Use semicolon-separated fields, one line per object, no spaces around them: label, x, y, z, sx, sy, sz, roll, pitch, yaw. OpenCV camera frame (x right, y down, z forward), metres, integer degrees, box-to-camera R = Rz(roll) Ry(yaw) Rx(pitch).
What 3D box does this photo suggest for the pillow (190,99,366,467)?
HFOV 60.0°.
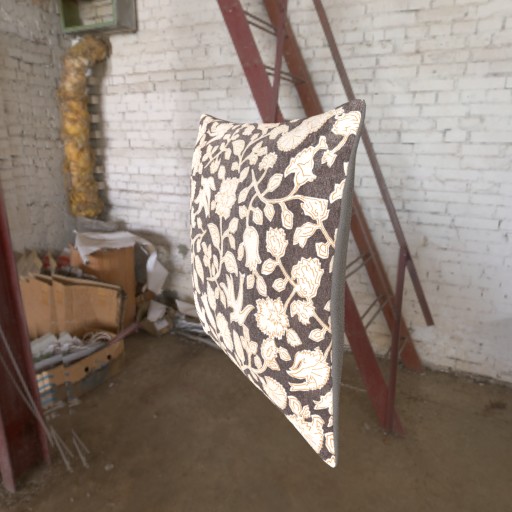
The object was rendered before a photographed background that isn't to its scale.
pillow;0.000;0.000;0.800;0.166;0.507;0.526;-8;18;-26
